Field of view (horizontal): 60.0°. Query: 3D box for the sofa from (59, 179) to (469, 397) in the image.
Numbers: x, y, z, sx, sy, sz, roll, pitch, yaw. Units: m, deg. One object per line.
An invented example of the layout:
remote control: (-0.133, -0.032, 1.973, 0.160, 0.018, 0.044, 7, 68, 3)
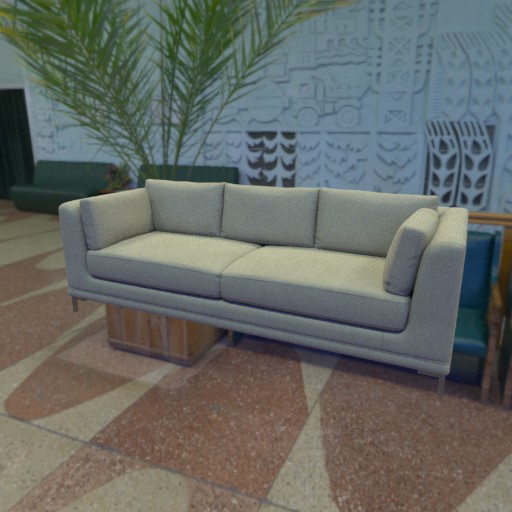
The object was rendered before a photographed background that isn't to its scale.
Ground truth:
sofa: (0.000, 0.000, 2.864, 2.415, 0.867, 0.969, 7, 18, 24)
